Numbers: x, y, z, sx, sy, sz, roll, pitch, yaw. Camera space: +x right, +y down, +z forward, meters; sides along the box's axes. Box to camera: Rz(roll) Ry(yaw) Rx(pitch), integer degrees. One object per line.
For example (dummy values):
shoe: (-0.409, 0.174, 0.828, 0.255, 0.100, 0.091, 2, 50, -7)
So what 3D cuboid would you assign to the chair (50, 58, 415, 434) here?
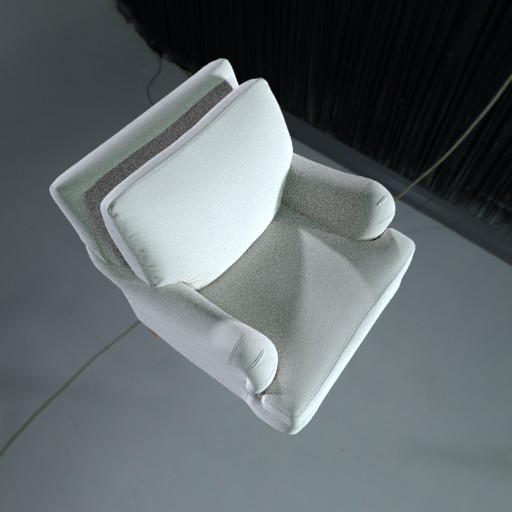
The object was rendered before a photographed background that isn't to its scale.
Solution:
chair: (0.000, 0.000, 1.843, 1.070, 1.038, 0.955, 33, 63, 19)
